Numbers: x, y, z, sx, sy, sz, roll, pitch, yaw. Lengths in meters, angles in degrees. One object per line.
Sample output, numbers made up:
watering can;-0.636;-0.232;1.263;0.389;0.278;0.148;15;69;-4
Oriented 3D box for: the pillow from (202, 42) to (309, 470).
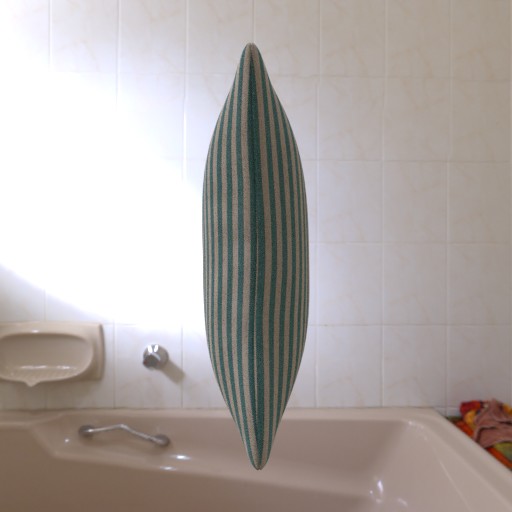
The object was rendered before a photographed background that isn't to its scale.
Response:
pillow;0.000;0.000;0.775;0.166;0.510;0.523;0;0;0
